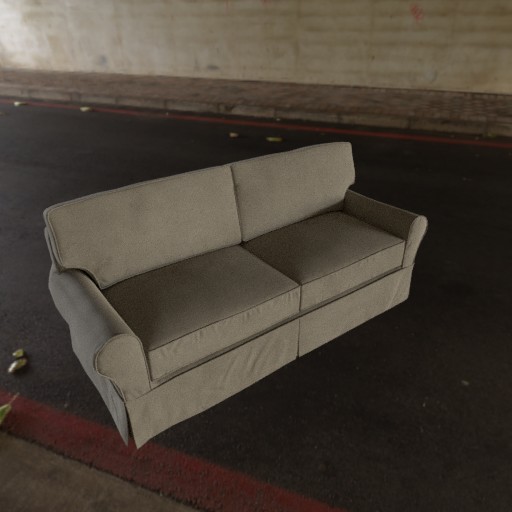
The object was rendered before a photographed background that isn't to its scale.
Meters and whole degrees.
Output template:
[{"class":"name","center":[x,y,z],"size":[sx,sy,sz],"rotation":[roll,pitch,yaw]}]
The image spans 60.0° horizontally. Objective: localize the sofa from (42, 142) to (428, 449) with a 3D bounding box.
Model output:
[{"class":"sofa","center":[0.000,0.000,2.690],"size":[2.246,1.014,0.900],"rotation":[-20,35,-31]}]
